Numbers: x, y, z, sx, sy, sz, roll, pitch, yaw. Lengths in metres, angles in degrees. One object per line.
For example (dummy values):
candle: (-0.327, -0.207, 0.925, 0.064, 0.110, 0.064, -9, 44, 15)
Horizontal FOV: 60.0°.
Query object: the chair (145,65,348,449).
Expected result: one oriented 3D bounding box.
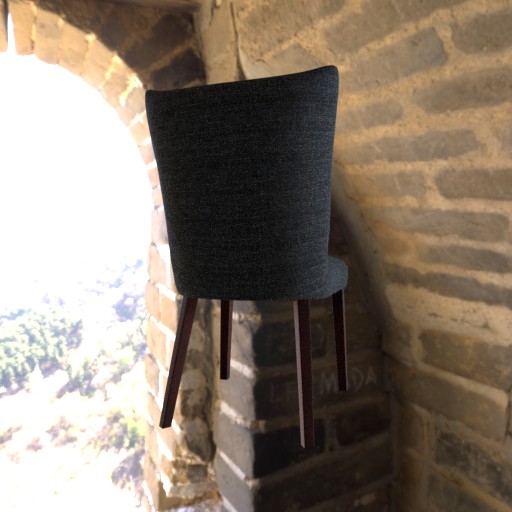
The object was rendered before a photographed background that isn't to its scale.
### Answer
chair: (0.000, 0.000, 1.321, 0.535, 0.924, 0.623, 0, 0, 18)
